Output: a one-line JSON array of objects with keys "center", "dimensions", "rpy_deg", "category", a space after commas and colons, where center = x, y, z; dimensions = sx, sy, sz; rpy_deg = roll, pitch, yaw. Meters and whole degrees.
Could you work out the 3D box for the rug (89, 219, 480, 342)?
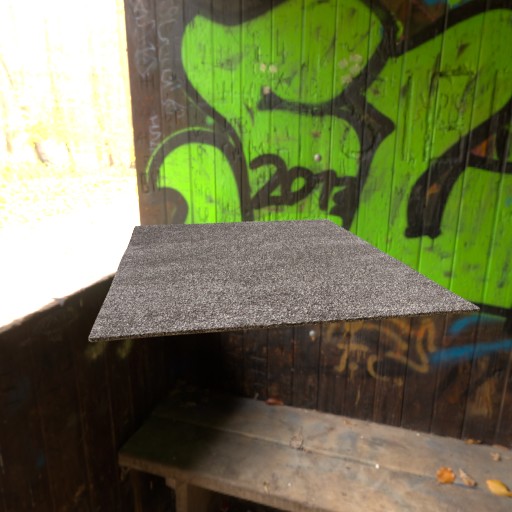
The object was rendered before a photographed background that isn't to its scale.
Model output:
[{"center": [0.000, 0.000, 4.053], "dimensions": [2.401, 0.025, 3.000], "rpy_deg": [-3, 16, -10], "category": "rug"}]
